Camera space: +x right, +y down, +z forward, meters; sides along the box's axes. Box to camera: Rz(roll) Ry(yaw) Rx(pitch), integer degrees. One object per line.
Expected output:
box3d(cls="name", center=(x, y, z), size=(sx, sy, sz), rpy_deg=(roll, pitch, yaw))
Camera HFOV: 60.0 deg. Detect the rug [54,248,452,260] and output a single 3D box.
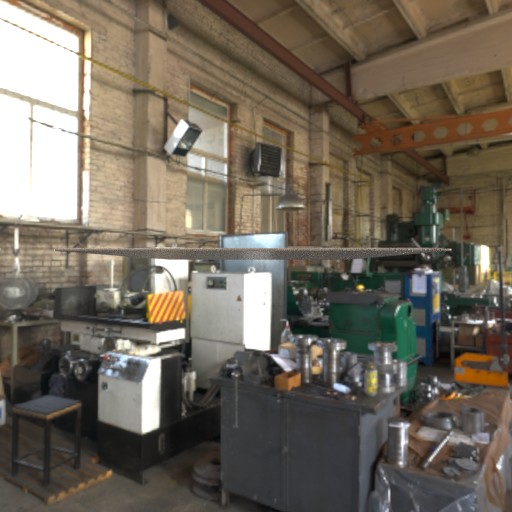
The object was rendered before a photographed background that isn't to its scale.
box3d(cls="rug", center=(0.000, 0.000, 2.890), size=(1.609, 0.013, 2.214), rpy_deg=(0, -1, 1))
